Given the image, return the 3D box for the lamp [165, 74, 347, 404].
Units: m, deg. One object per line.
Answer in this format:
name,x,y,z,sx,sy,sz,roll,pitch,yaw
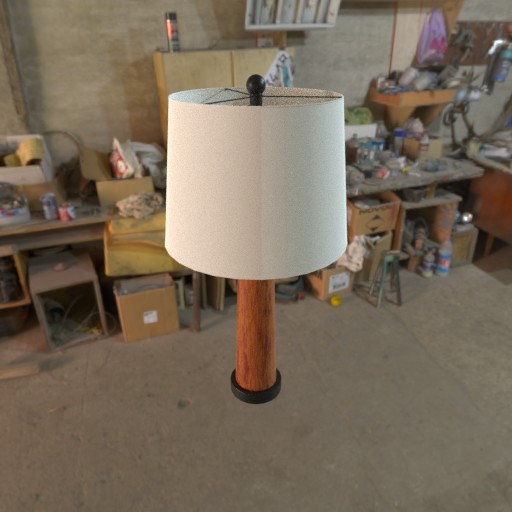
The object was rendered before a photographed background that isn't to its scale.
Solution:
lamp,0.000,0.000,0.878,0.349,0.667,0.349,0,26,0
